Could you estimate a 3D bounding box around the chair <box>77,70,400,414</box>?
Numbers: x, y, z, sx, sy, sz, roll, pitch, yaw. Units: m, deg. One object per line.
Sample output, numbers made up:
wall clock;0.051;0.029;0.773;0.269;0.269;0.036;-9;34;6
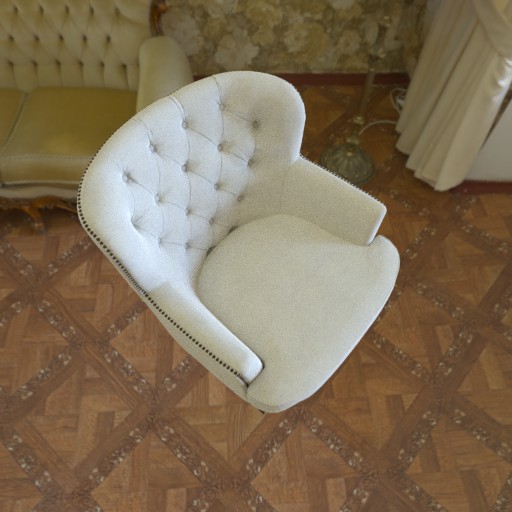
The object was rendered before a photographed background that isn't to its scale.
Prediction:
chair;0.000;0.000;1.584;0.906;0.868;0.848;35;64;20
